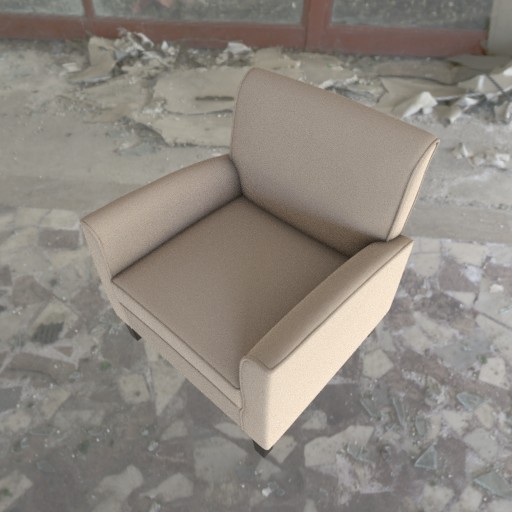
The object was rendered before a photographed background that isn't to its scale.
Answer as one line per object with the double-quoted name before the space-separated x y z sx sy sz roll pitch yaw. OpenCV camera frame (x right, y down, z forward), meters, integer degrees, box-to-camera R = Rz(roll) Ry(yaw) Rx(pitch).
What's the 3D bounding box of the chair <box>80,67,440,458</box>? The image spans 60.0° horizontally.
"chair" 0.000 0.000 1.561 0.820 0.915 0.820 33 55 28
